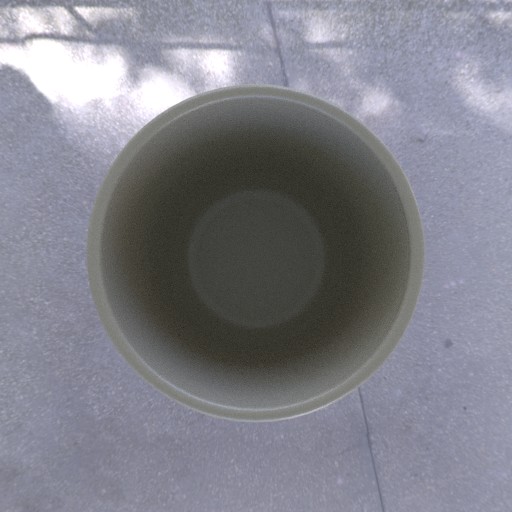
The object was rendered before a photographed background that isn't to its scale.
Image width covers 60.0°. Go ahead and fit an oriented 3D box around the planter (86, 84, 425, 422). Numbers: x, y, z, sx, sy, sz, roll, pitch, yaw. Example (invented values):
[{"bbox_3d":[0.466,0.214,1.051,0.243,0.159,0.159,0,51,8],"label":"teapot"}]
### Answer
[{"bbox_3d":[0.000,0.000,0.215,0.124,0.109,0.124,0,88,0],"label":"planter"}]
